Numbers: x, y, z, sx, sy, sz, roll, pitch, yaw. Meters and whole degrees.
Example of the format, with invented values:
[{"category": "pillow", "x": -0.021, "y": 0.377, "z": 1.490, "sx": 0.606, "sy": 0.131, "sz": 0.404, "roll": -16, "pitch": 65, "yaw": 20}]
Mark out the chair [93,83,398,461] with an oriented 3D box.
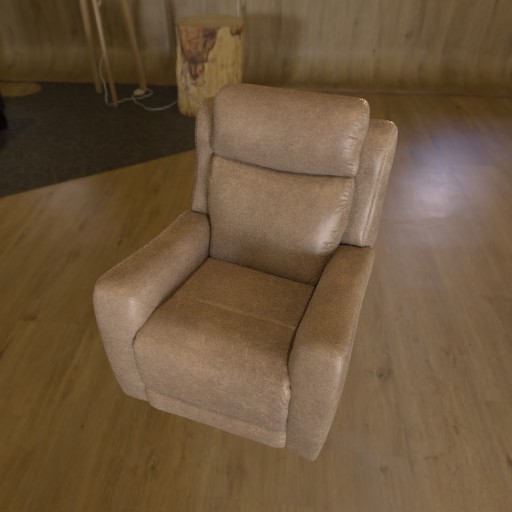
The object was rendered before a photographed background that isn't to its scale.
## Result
[{"category": "chair", "x": 0.000, "y": 0.000, "z": 1.880, "sx": 0.965, "sy": 1.116, "sz": 1.068, "roll": 14, "pitch": 42, "yaw": 16}]
